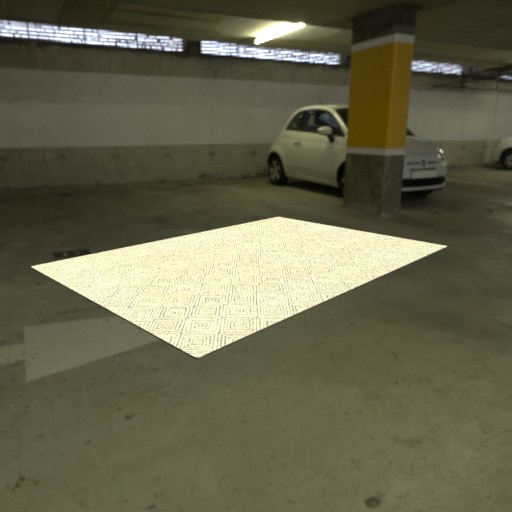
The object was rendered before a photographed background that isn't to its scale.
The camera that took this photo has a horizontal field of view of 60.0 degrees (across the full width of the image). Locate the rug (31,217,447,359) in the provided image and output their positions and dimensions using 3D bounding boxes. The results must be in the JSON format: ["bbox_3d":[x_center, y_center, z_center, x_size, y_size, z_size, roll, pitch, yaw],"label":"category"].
[{"bbox_3d":[0.000,0.000,2.891,1.593,0.008,2.238,15,22,42],"label":"rug"}]
